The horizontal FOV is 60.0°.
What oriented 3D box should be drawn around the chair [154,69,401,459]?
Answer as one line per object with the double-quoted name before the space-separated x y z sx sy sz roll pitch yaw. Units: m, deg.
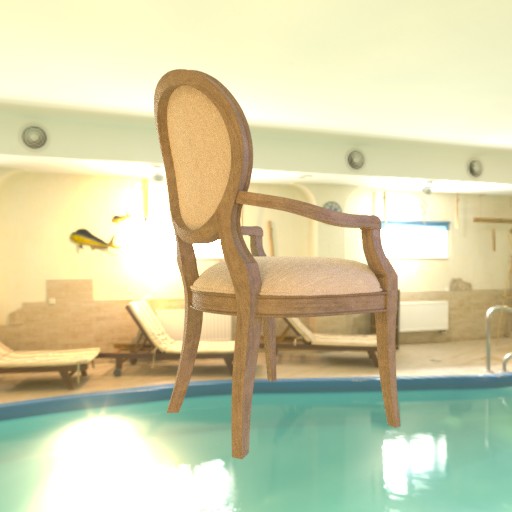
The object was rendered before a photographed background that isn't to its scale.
"chair" 0.000 0.000 1.360 0.602 0.991 0.611 0 0 -36
